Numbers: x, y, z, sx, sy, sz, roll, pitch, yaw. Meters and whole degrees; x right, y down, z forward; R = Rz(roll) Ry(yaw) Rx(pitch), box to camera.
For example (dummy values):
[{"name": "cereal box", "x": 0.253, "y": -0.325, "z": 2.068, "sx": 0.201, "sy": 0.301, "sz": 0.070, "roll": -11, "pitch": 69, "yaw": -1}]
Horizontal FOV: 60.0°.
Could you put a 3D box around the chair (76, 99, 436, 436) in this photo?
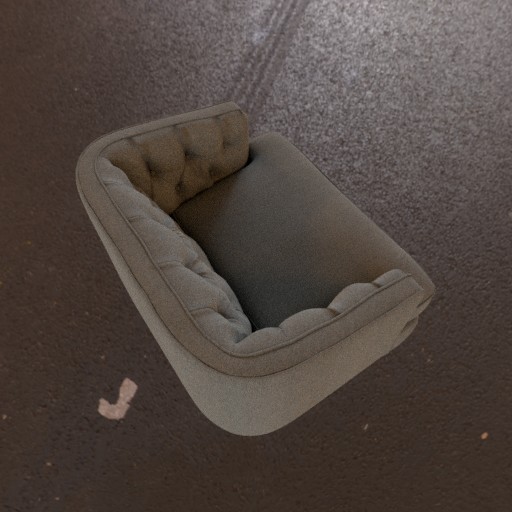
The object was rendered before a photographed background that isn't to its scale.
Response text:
[{"name": "chair", "x": 0.000, "y": 0.000, "z": 1.714, "sx": 0.945, "sy": 0.852, "sz": 1.094, "roll": -30, "pitch": 62, "yaw": -18}]
